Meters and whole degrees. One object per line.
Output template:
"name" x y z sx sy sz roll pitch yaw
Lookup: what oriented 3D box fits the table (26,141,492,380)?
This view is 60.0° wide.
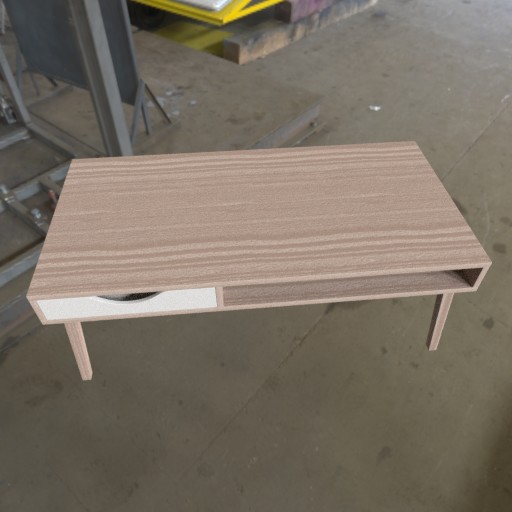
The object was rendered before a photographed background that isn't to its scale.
"table" 0.000 0.000 1.502 1.200 0.450 0.600 -4 46 -4
